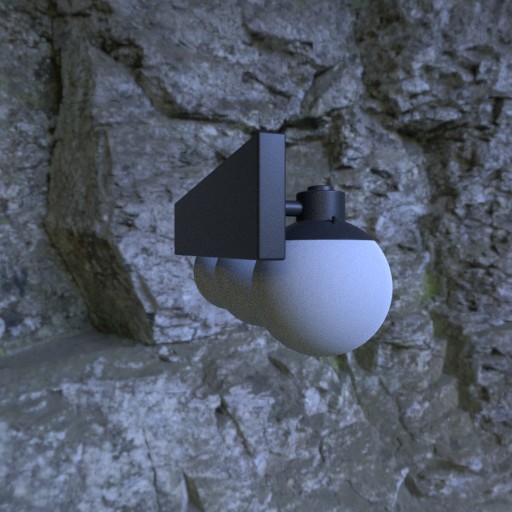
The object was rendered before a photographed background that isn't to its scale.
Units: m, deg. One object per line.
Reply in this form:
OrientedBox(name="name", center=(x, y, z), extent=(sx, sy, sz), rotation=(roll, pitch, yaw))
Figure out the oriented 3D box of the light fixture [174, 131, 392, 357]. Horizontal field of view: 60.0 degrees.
OrientedBox(name="light fixture", center=(0.000, 0.000, 0.828), extent=(0.218, 0.263, 0.721), rotation=(0, 1, -17))
